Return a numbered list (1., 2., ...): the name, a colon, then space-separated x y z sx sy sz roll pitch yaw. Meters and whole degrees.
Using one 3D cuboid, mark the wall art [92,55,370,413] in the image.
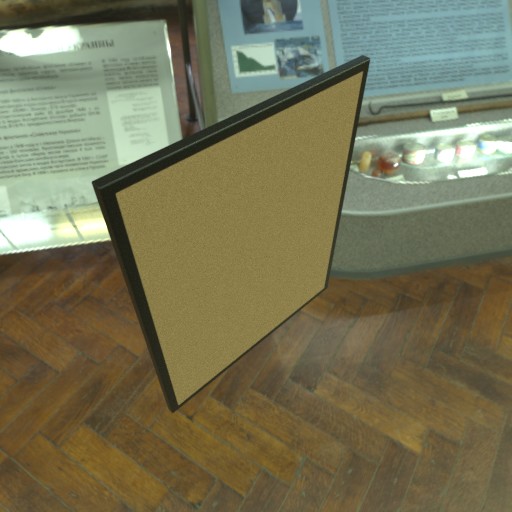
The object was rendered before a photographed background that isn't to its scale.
1. wall art: 0.000 0.000 0.808 0.481 0.582 0.018 -34 56 -28
